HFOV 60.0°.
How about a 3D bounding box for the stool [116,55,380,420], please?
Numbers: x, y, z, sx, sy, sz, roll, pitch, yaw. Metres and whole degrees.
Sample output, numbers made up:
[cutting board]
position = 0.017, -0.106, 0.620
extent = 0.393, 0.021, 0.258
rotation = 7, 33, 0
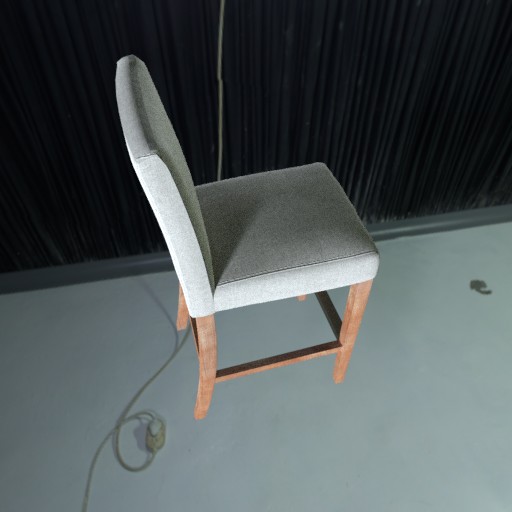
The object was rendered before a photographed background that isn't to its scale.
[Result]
[stool]
position = 0.000, 0.000, 1.321
extent = 0.570, 1.088, 0.439
rotation = -12, 48, -11
